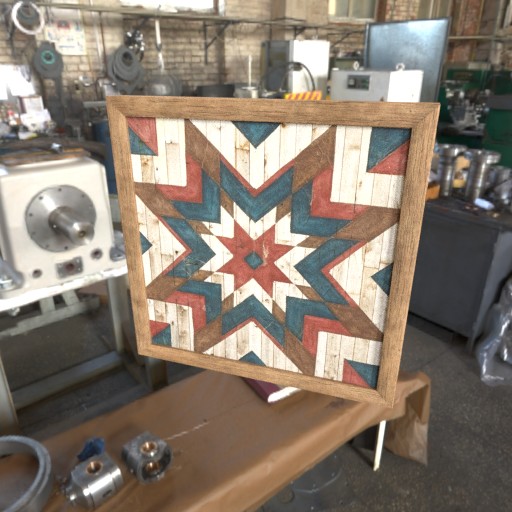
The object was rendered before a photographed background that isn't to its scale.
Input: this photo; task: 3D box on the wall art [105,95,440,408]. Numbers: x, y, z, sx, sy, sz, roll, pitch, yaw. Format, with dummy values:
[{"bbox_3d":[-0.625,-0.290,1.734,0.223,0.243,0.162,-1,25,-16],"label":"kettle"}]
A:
[{"bbox_3d":[0.000,0.000,1.032,0.695,0.691,0.029,7,25,17],"label":"wall art"}]
